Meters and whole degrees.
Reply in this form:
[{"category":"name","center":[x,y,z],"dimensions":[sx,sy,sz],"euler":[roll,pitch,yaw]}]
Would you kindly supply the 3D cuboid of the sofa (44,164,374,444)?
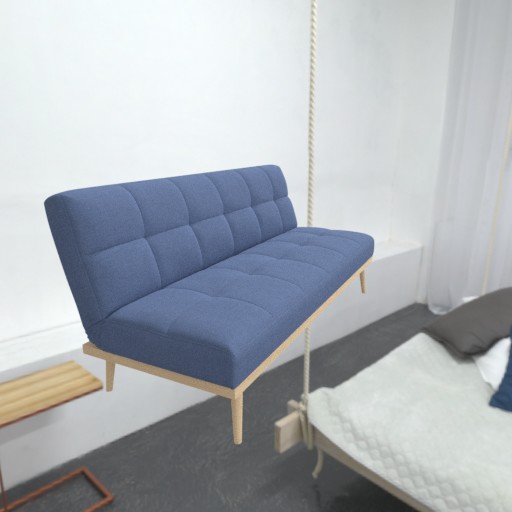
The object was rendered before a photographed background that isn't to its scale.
[{"category":"sofa","center":[0.000,0.000,2.235],"dimensions":[0.796,0.800,1.800],"euler":[8,17,27]}]
